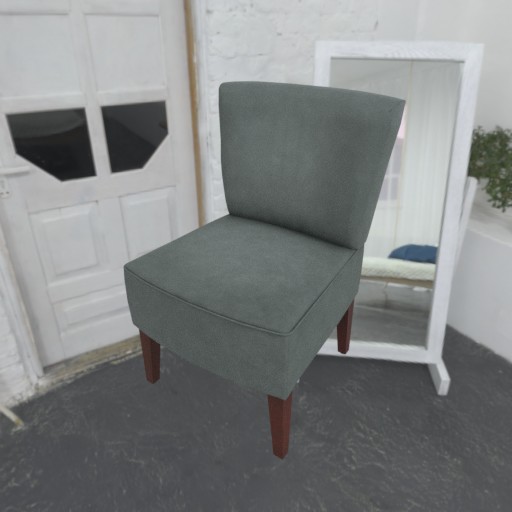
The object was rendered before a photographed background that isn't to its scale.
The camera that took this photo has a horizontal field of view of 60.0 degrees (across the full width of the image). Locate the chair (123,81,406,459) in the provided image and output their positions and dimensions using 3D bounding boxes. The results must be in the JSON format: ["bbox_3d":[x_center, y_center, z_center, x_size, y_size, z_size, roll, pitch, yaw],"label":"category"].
[{"bbox_3d":[0.000,0.000,1.187,0.521,0.806,0.554,18,34,29],"label":"chair"}]
